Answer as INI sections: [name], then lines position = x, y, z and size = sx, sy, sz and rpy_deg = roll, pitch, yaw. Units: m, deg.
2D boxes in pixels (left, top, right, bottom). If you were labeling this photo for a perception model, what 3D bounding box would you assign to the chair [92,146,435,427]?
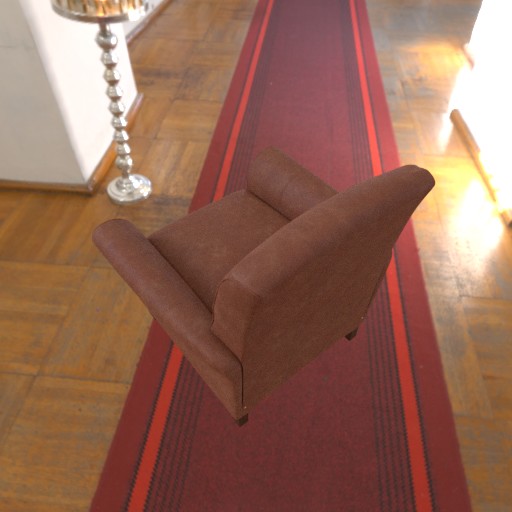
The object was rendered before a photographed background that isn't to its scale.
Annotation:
[chair]
position = 0.000, 0.000, 1.786
size = 0.978, 1.061, 0.902
rpy_deg = -31, 54, -26
